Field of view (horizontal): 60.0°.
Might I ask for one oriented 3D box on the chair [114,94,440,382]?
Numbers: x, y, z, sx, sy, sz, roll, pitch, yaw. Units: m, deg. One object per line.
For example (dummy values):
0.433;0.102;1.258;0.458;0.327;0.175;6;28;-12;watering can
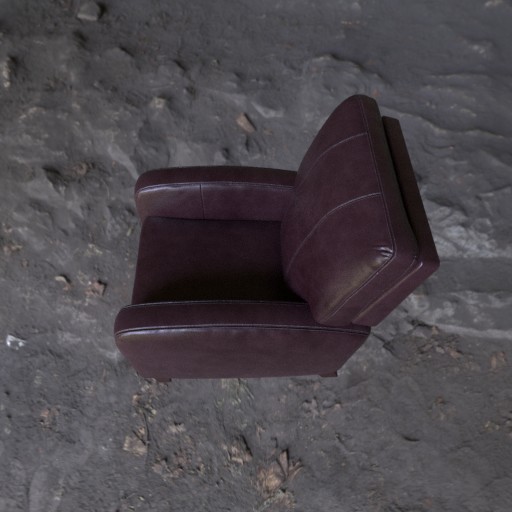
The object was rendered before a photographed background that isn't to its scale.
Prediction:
0.000;0.000;1.689;0.990;0.990;0.762;-1;58;-1;chair
